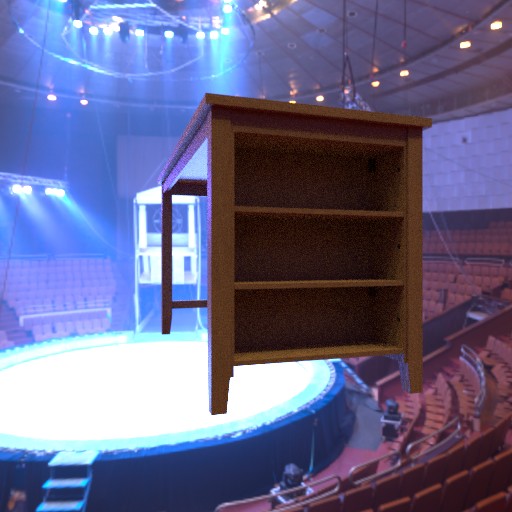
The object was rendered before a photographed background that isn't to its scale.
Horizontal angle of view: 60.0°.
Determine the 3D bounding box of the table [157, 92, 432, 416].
[{"bbox_3d":[0.000,0.000,1.963,0.729,0.874,1.397,0,0,-18],"label":"table"}]
